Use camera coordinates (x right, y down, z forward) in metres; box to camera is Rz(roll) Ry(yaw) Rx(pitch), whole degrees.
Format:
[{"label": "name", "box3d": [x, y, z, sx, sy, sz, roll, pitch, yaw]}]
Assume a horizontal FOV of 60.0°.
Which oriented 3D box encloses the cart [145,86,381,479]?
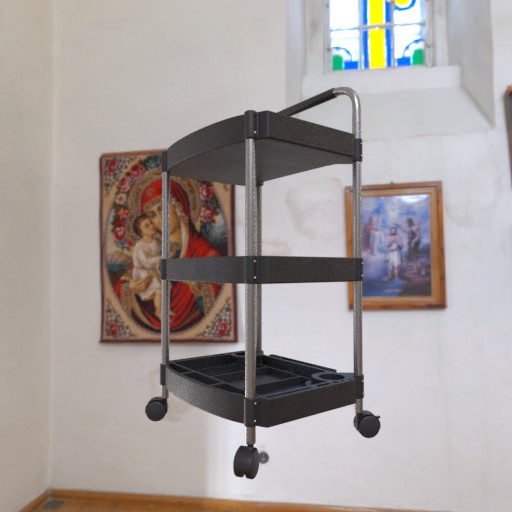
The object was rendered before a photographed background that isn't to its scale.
[{"label": "cart", "box3d": [0.000, 0.000, 1.407, 0.518, 1.075, 0.584, 1, -2, -37]}]
